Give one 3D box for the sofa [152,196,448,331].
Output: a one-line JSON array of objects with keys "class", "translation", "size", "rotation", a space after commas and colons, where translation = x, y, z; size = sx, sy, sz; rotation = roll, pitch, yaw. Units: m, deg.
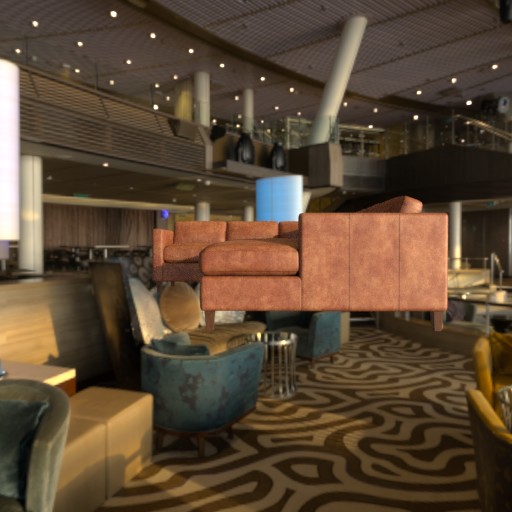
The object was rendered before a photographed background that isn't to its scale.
[{"class": "sofa", "translation": [0.000, 0.000, 4.436], "size": [2.452, 0.888, 3.324], "rotation": [0, 1, 1]}]
